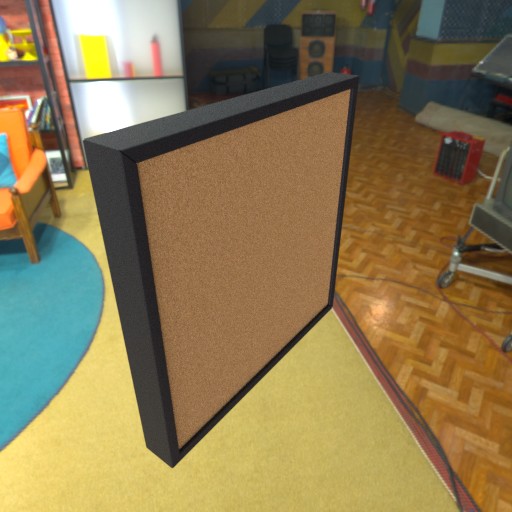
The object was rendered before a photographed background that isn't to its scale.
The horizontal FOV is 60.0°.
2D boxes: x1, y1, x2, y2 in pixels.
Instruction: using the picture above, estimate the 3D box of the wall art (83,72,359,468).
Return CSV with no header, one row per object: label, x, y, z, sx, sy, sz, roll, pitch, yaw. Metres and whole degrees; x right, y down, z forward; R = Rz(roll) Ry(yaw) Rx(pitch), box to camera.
wall art,0.000,0.000,0.446,0.037,0.305,0.305,22,38,31
